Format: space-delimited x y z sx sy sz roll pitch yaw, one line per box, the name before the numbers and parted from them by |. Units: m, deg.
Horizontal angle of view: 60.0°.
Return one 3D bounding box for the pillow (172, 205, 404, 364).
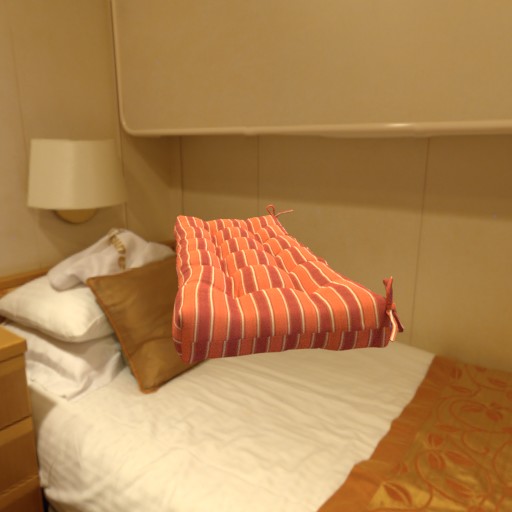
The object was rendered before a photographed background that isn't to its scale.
pillow | 0.000 0.000 1.389 0.511 0.174 1.194 -3 15 -10
